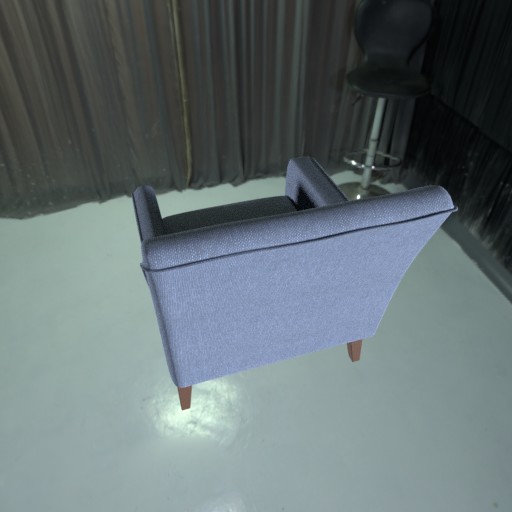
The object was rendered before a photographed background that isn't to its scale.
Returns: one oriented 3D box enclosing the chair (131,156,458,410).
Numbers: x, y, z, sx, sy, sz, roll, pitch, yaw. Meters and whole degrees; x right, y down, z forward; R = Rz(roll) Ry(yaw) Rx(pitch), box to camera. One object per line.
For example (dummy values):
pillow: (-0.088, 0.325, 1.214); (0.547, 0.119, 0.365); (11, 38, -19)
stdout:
chair: (0.000, 0.000, 1.598); (0.780, 0.919, 0.899); (-12, 43, -13)
